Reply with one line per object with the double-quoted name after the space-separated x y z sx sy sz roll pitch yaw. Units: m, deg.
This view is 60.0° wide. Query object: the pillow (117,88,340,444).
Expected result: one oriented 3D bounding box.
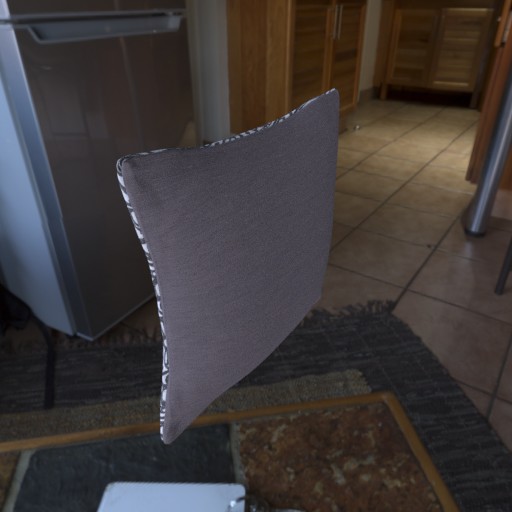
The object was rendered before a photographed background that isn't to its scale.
0.000 0.000 0.665 0.148 0.417 0.436 22 37 31 "pillow"
